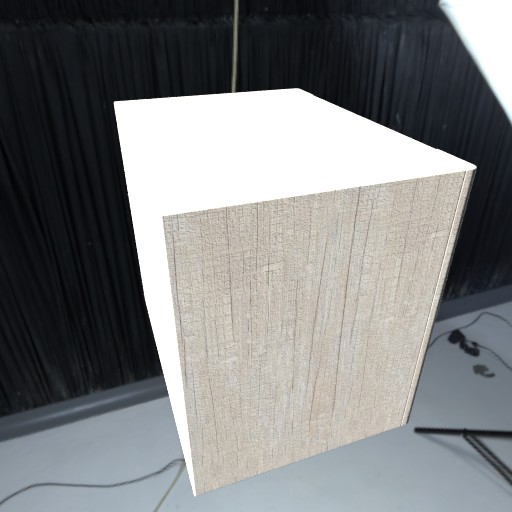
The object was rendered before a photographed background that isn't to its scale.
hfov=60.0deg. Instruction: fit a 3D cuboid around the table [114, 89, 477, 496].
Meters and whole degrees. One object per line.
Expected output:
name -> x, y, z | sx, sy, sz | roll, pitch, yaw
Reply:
table -> 0.000, 0.000, 0.882 | 0.420, 0.510, 0.570 | -11, 33, -17
